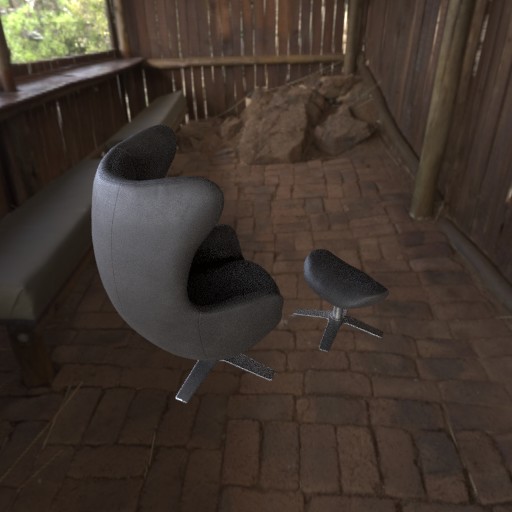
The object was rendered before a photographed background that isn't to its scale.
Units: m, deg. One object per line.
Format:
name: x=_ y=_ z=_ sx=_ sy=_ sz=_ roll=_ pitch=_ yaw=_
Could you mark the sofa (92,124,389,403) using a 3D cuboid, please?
sofa: x=0.000 y=0.000 z=2.152 sx=1.444 sy=1.135 sz=0.894 roll=-10 pitch=31 yaw=-17
